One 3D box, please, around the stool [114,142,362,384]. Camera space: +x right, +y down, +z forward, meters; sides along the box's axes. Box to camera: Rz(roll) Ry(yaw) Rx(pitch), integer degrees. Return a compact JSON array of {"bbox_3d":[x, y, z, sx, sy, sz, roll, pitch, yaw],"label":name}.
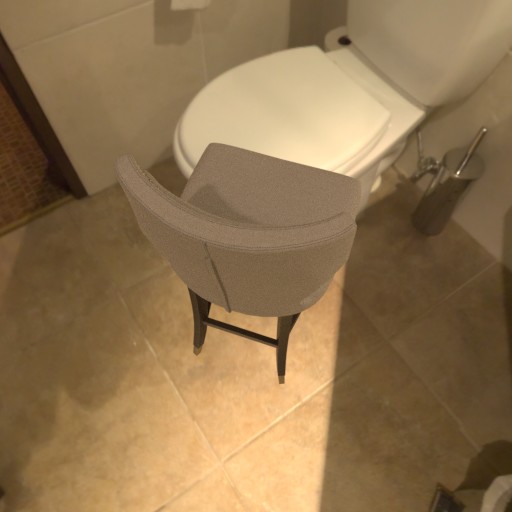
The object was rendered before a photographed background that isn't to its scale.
[{"bbox_3d":[0.000,0.000,1.405,0.526,1.092,0.563,17,62,9],"label":"stool"}]
